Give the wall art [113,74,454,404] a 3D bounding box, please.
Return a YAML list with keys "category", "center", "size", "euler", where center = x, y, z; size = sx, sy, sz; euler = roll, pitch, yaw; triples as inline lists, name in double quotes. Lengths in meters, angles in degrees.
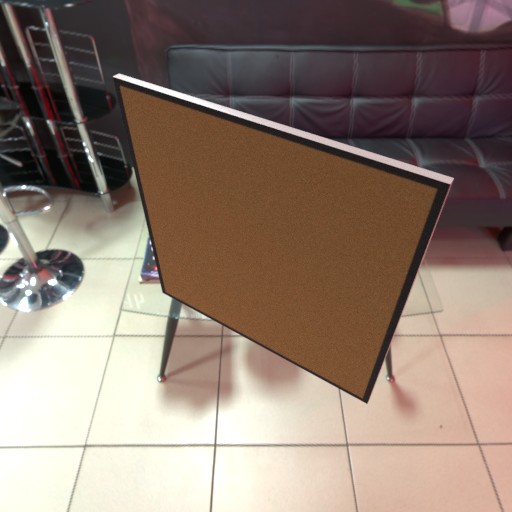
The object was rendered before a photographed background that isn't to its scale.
- category: "wall art"
  center: [0.000, 0.000, 1.202]
  size: [0.805, 0.803, 0.022]
  euler: [24, 50, 22]
